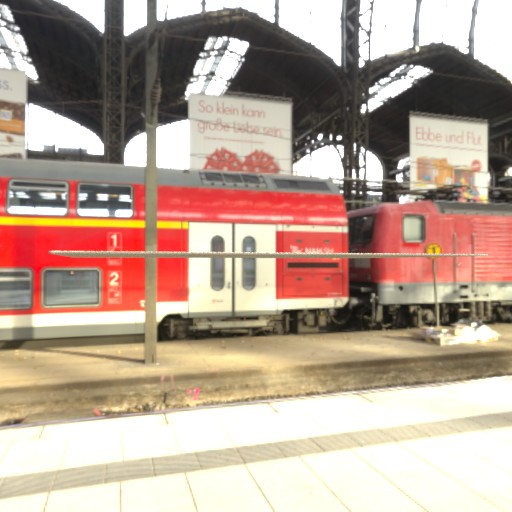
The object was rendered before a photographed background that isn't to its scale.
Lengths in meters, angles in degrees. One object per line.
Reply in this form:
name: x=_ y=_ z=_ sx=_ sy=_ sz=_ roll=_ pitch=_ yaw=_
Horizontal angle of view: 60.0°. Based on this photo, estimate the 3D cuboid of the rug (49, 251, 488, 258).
rug: x=0.000 y=0.000 z=2.235 sx=1.783 sy=0.008 sz=1.175 roll=0 pitch=-1 yaw=-19
